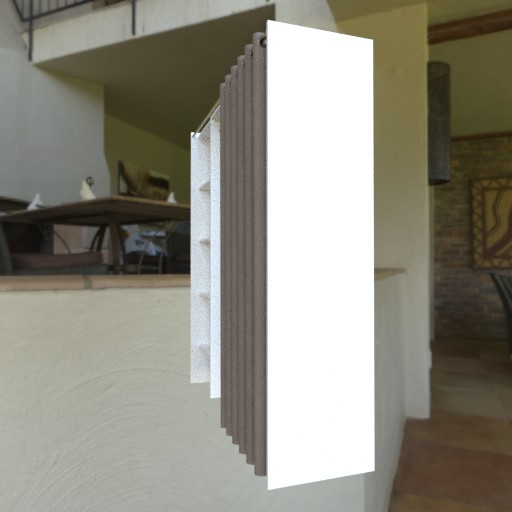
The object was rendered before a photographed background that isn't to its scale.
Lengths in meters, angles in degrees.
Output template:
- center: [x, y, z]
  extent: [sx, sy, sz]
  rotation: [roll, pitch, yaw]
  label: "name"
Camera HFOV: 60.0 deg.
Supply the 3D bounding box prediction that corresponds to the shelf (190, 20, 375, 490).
- center: [0.000, 0.000, 2.544]
  extent: [0.500, 1.820, 1.600]
  rotation: [0, -1, -19]
  label: "shelf"
